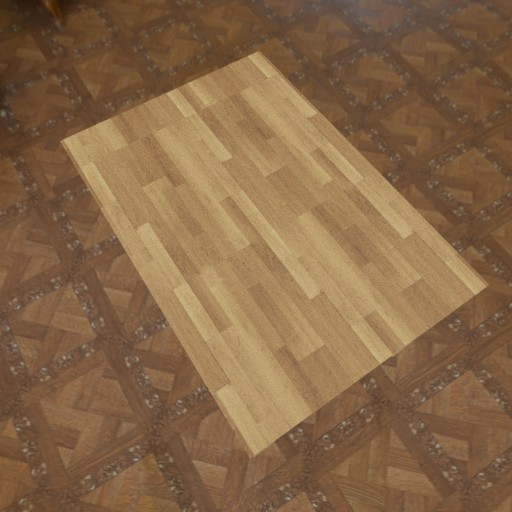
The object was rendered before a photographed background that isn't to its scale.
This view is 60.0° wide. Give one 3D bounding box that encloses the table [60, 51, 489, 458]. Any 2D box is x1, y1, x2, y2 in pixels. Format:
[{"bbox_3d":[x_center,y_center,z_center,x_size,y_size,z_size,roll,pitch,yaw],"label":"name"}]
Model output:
[{"bbox_3d":[0.000,0.000,1.862,0.900,0.750,1.300,-31,67,-15],"label":"table"}]
